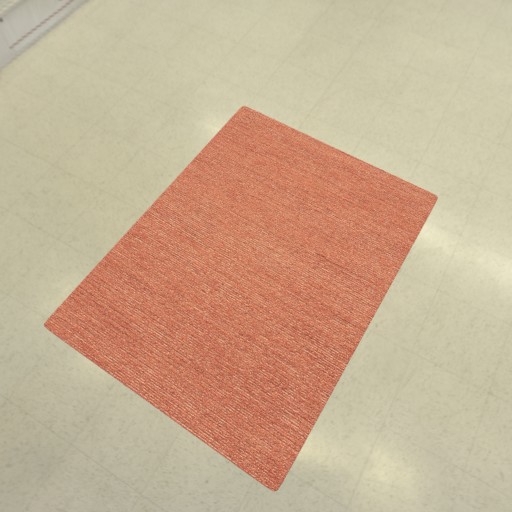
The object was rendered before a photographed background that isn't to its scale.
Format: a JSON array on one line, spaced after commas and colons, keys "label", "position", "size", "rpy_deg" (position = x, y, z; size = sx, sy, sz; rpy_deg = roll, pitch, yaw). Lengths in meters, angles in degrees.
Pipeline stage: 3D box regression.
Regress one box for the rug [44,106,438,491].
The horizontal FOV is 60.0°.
[{"label": "rug", "position": [0.000, 0.000, 2.784], "size": [1.594, 0.009, 2.112], "rpy_deg": [30, 66, 15]}]
